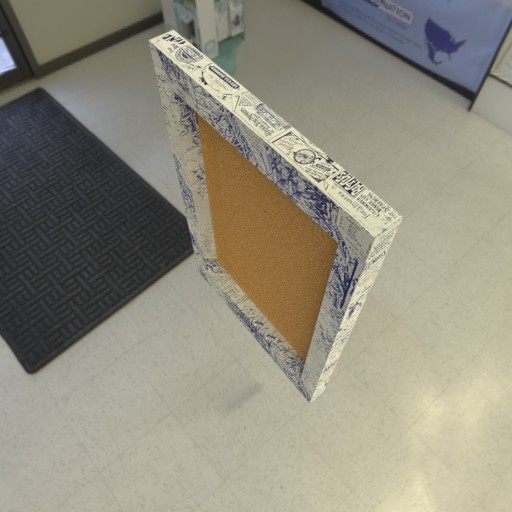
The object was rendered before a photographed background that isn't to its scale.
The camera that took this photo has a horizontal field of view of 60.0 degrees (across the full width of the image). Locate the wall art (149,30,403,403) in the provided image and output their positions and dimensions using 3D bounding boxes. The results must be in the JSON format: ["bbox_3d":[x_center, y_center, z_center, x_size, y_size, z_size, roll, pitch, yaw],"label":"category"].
[{"bbox_3d":[0.000,0.000,0.760,0.040,0.601,0.408,-34,63,-20],"label":"wall art"}]
